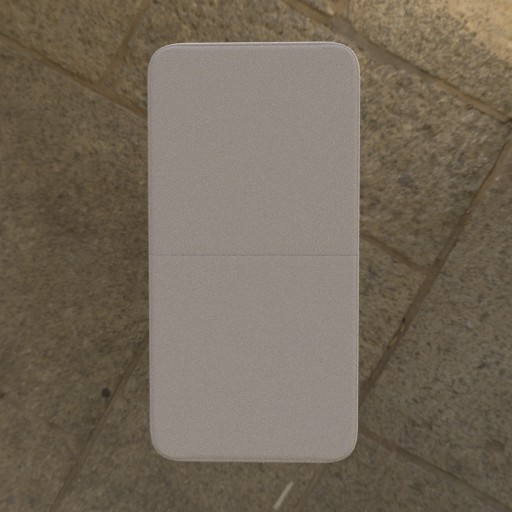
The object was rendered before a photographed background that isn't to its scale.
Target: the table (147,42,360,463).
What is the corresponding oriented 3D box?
[{"bbox_3d":[0.000,0.000,1.652,0.611,0.737,1.245,0,92,1],"label":"table"}]
